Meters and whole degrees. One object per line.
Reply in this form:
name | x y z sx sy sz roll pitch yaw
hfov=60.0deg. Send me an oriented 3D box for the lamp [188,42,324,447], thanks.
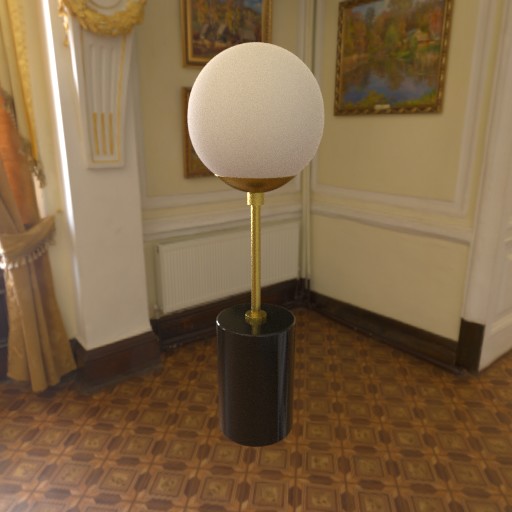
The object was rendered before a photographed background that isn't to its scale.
lamp | 0.000 0.000 0.548 0.153 0.480 0.153 0 16 0
